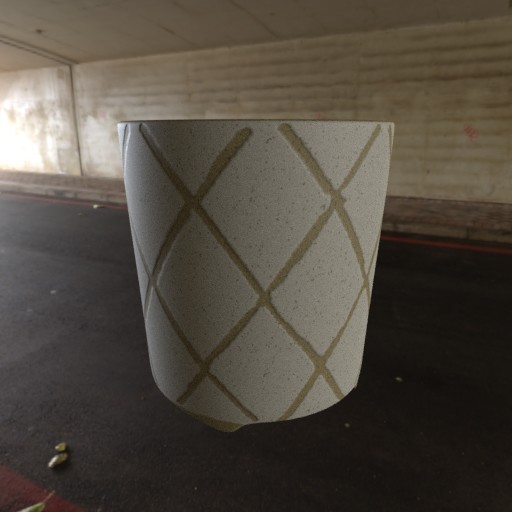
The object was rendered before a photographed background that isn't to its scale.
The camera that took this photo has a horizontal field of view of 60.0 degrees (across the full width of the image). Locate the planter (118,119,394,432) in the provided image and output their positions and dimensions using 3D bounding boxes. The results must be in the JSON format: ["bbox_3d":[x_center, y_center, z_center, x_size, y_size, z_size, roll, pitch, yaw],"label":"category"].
[{"bbox_3d":[0.000,0.000,0.345,0.191,0.199,0.191,0,16,0],"label":"planter"}]
